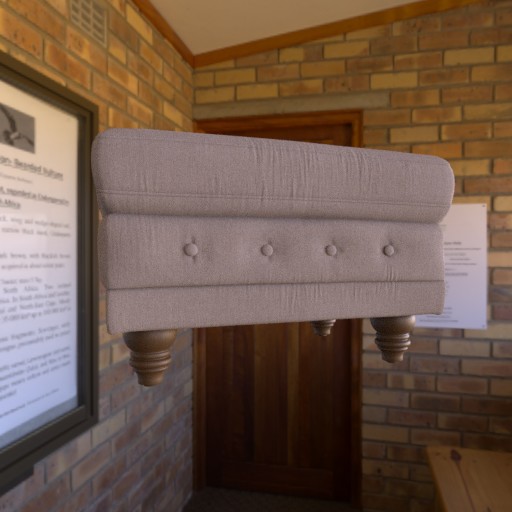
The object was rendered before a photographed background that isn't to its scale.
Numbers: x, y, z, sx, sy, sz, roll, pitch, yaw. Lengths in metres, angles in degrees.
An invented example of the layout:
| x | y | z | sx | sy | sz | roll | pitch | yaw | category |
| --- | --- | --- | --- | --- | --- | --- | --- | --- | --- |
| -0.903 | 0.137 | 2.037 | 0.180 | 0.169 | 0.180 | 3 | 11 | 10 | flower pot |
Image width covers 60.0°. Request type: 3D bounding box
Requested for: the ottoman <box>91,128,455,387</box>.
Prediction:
| x | y | z | sx | sy | sz | roll | pitch | yaw | category |
| --- | --- | --- | --- | --- | --- | --- | --- | --- | --- |
| 0.000 | 0.000 | 1.124 | 0.771 | 0.500 | 0.569 | 0 | 0 | -19 | ottoman |
